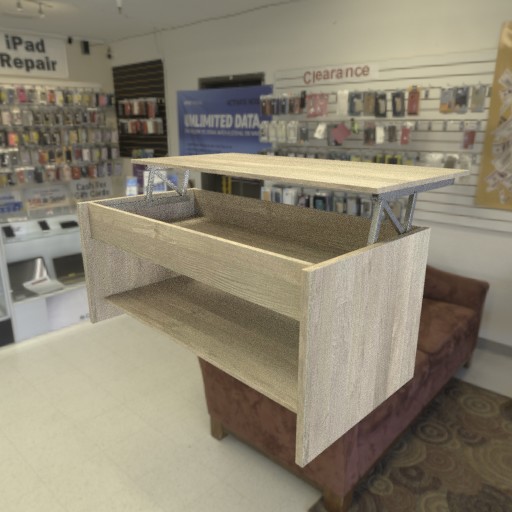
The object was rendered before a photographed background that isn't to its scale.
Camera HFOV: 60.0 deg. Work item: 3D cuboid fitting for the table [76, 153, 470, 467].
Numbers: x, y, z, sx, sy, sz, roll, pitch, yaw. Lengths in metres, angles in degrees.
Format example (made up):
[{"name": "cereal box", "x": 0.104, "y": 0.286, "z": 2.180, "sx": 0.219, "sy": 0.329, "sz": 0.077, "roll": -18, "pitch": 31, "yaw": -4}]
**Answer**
[{"name": "table", "x": 0.000, "y": 0.000, "z": 1.433, "sx": 0.712, "sy": 0.570, "sz": 1.000, "roll": -16, "pitch": 23, "yaw": -42}]
